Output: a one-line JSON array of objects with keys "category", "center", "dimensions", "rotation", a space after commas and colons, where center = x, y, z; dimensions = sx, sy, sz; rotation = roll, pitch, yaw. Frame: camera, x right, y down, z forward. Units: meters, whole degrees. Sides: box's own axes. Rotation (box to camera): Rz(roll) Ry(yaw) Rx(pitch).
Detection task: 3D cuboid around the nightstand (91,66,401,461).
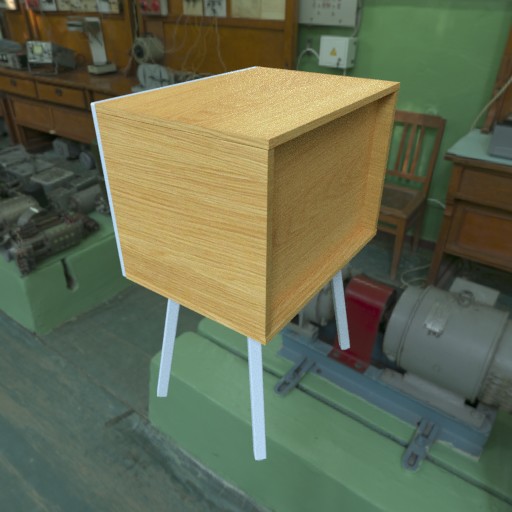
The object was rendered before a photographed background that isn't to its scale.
[{"category": "nightstand", "center": [0.000, 0.000, 0.845], "dimensions": [0.316, 0.601, 0.400], "rotation": [20, 37, 30]}]
